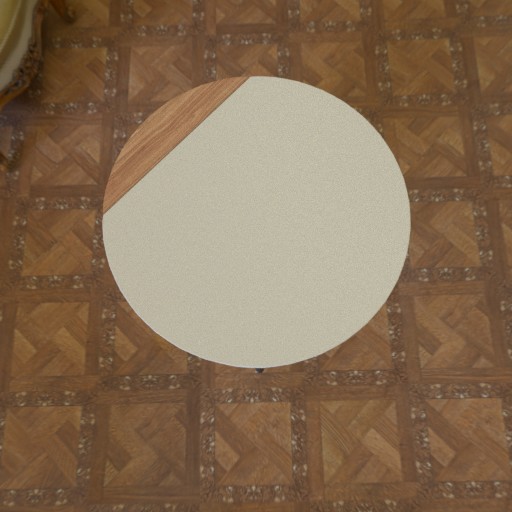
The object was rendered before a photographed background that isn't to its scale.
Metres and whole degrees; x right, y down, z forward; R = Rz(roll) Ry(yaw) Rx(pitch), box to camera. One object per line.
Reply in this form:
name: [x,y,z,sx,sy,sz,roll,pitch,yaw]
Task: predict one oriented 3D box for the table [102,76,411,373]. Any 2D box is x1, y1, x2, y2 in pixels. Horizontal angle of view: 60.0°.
table: [0.000,0.000,0.877,0.450,0.525,0.450,0,75,0]
